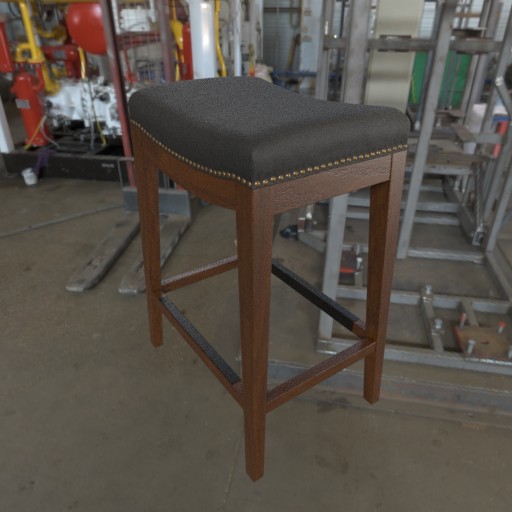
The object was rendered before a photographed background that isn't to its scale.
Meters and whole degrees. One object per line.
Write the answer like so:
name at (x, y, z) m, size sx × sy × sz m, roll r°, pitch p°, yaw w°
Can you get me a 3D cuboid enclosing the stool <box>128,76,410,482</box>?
stool at (0.000, 0.000, 0.948) m, size 0.353 × 0.664 × 0.490 m, roll -19°, pitch 36°, yaw -30°
